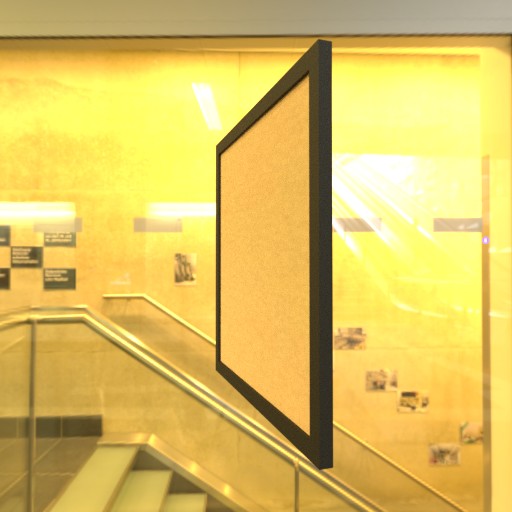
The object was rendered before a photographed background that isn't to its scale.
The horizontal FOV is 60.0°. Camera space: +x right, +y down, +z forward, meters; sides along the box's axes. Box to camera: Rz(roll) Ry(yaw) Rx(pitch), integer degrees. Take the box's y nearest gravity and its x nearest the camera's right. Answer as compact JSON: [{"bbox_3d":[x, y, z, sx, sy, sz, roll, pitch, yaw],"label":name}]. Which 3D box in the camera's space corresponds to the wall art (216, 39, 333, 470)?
[{"bbox_3d":[0.000,0.000,0.535,0.013,0.356,0.356,0,-1,-19],"label":"wall art"}]
